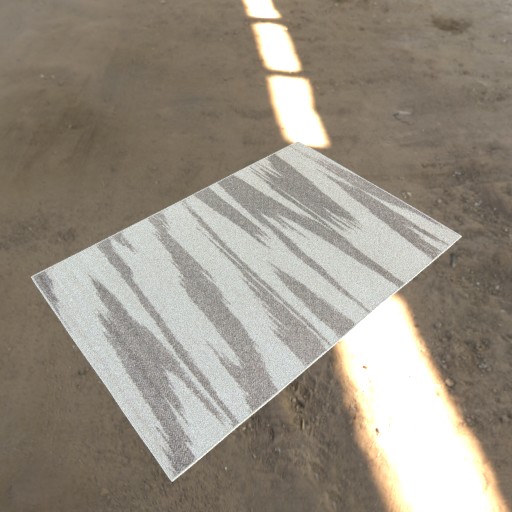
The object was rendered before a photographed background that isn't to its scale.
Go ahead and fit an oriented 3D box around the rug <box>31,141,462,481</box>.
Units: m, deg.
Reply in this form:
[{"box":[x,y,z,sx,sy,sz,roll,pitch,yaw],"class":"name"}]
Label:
[{"box":[0.000,0.000,2.237,1.827,0.008,1.225,-32,55,-27],"class":"rug"}]
